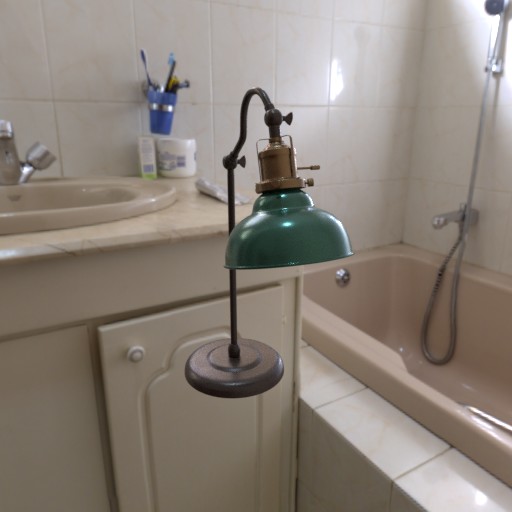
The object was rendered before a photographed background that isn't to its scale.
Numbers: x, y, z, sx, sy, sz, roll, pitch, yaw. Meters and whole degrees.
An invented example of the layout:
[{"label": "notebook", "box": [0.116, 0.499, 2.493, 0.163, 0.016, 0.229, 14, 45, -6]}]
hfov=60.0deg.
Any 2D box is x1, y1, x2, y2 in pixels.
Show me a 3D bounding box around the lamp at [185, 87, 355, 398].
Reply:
[{"label": "lamp", "box": [0.000, 0.000, 0.710, 0.192, 0.508, 0.374, -8, 19, -26]}]
